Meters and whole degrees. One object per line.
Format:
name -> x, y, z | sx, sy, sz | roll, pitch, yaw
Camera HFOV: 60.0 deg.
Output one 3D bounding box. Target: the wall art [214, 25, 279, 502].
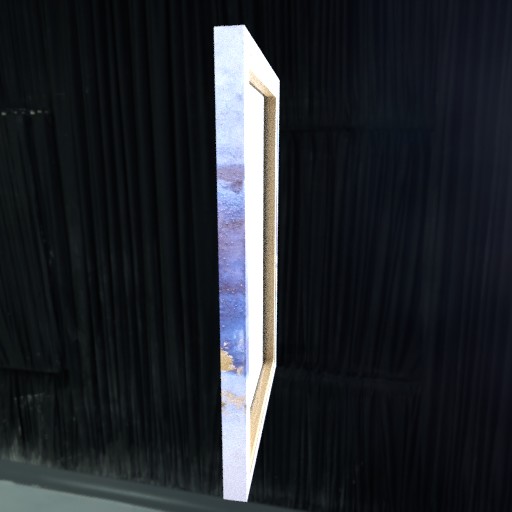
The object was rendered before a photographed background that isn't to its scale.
wall art -> 0.000, 0.000, 1.070 | 0.048, 0.874, 0.583 | 2, 14, 8
